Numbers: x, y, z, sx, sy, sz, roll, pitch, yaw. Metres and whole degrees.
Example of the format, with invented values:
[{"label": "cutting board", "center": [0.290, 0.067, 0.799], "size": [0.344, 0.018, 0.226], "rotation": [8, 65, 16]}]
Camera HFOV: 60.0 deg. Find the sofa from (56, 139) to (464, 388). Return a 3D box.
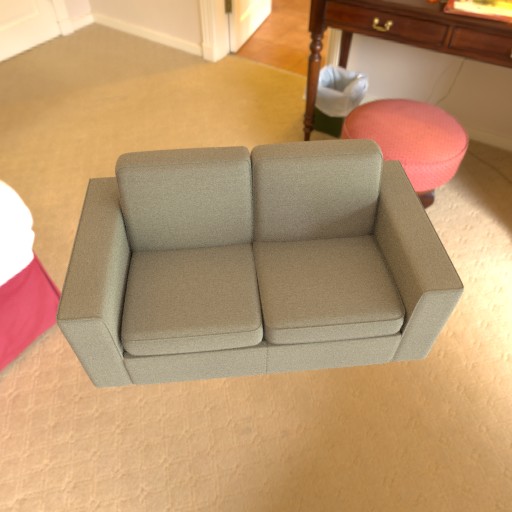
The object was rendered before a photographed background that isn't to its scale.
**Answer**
[{"label": "sofa", "center": [0.000, 0.000, 2.409], "size": [1.812, 0.924, 1.007], "rotation": [-4, 48, -4]}]
